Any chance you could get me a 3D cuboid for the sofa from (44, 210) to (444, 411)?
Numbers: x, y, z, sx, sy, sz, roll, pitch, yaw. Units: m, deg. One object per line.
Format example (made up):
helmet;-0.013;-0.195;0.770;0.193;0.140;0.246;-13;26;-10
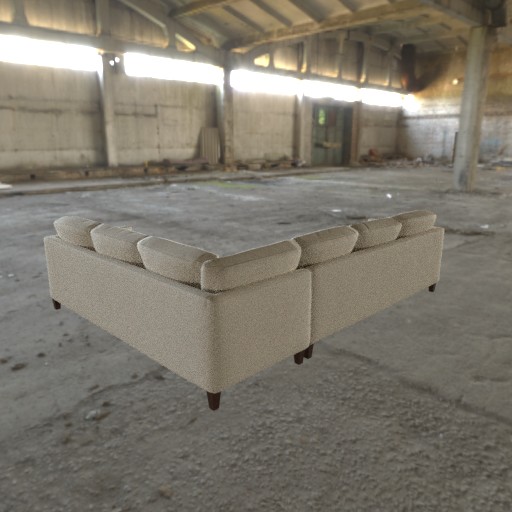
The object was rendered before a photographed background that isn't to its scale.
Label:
sofa;0.000;0.000;4.578;2.593;0.947;3.302;14;20;43
